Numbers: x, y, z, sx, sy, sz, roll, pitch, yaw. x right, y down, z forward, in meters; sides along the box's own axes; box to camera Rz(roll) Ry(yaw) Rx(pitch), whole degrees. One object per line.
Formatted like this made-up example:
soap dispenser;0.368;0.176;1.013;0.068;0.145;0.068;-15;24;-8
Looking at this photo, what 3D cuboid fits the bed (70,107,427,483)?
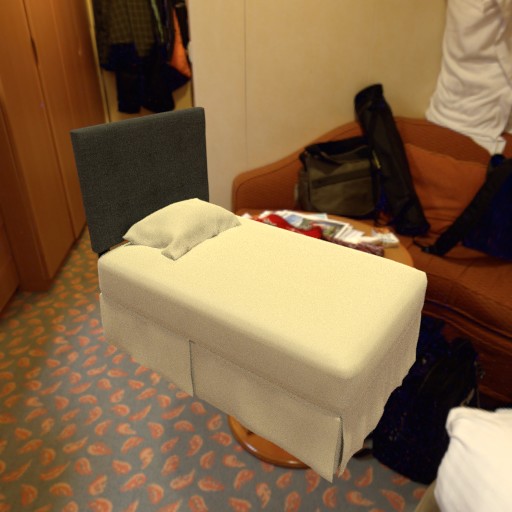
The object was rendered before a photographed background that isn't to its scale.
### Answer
bed;0.000;0.000;2.903;1.997;1.571;1.261;19;33;32
